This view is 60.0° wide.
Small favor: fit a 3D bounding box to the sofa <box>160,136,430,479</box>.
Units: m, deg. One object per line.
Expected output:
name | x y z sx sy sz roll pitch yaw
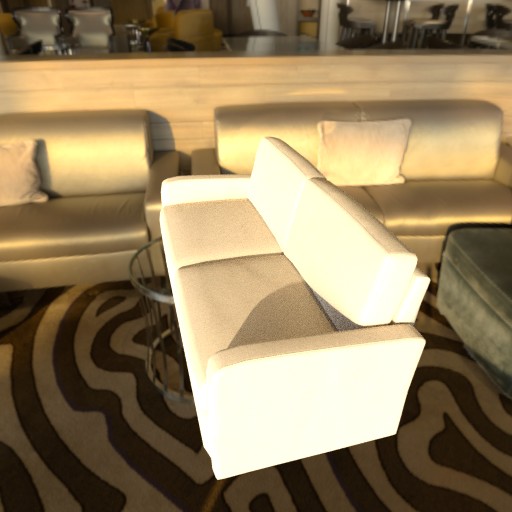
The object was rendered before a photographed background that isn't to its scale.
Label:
sofa | 0.000 0.000 2.320 0.894 0.831 1.808 -8 31 -13
